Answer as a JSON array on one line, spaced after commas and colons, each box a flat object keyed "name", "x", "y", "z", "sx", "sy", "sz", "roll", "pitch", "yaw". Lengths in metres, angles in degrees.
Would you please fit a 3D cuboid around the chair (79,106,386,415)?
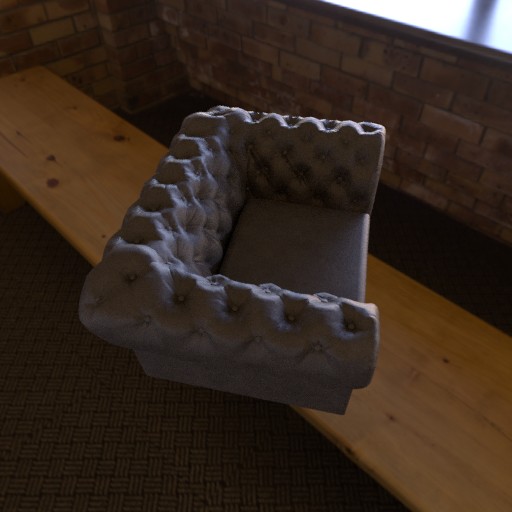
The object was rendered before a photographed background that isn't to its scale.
[{"name": "chair", "x": 0.000, "y": 0.000, "z": 1.902, "sx": 0.943, "sy": 0.780, "sz": 1.298, "roll": 9, "pitch": 47, "yaw": 8}]
